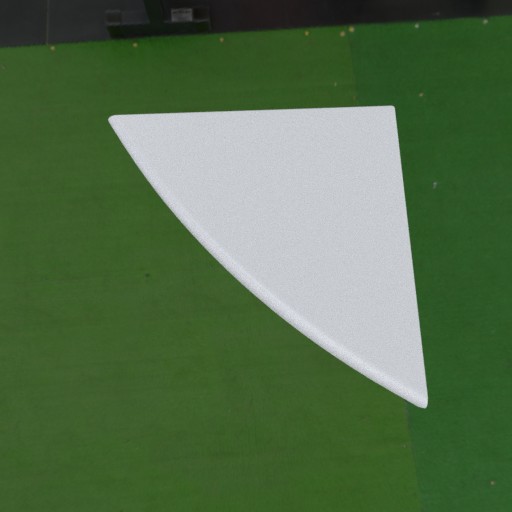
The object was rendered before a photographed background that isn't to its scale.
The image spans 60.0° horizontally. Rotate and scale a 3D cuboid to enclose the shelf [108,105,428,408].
[{"bbox_3d":[0.000,0.000,0.461,0.310,0.050,0.310,-2,76,-1],"label":"shelf"}]
